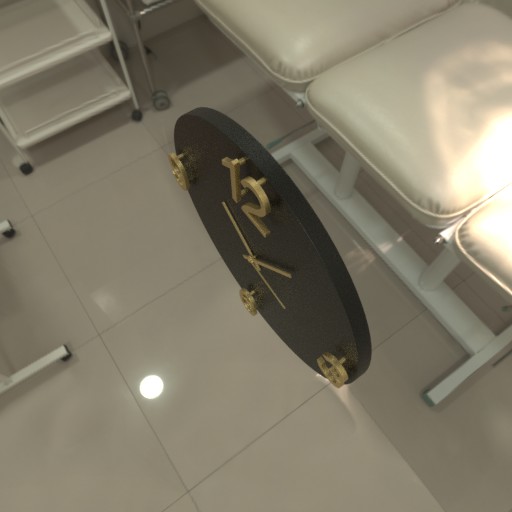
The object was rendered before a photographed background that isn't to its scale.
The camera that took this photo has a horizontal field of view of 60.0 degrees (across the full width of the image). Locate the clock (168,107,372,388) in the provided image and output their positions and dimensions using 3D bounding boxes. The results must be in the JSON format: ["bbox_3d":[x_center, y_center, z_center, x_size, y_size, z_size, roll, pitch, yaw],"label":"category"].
[{"bbox_3d":[0.000,0.000,0.672,0.038,0.454,0.454,-33,68,-15],"label":"clock"}]
